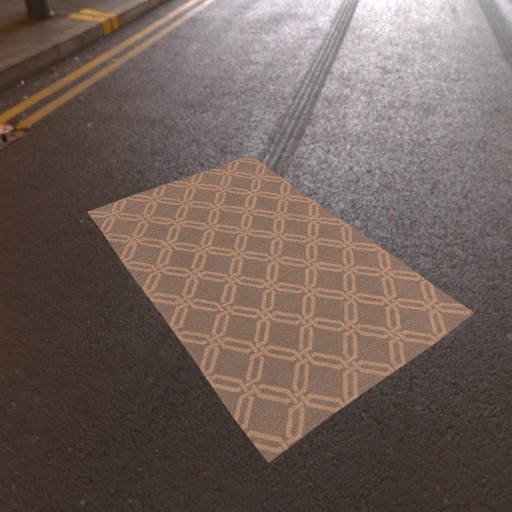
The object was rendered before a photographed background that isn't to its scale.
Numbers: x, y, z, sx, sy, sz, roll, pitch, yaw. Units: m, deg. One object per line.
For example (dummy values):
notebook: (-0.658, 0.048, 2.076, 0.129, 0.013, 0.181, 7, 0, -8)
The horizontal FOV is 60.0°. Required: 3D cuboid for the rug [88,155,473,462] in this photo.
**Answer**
rug: (0.000, 0.000, 2.254, 1.148, 0.010, 1.754, -25, 47, -26)
